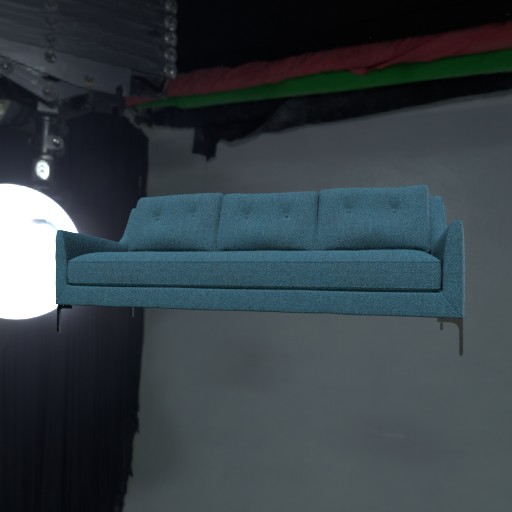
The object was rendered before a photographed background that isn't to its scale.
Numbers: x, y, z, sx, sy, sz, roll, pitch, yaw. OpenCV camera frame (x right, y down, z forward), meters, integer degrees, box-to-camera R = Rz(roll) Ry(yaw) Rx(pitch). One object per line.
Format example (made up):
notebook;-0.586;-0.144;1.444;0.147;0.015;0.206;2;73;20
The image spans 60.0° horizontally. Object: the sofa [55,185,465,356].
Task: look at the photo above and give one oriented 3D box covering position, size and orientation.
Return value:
sofa;0.000;0.000;2.500;2.060;0.837;0.849;0;-1;17
